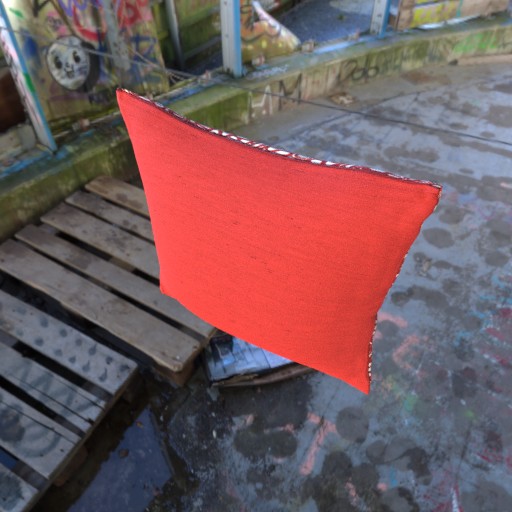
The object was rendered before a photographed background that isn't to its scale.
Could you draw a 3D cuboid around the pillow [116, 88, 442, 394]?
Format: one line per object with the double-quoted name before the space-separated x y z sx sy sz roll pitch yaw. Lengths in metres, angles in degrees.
"pillow" 0.000 0.000 0.666 0.438 0.419 0.162 23 49 21
